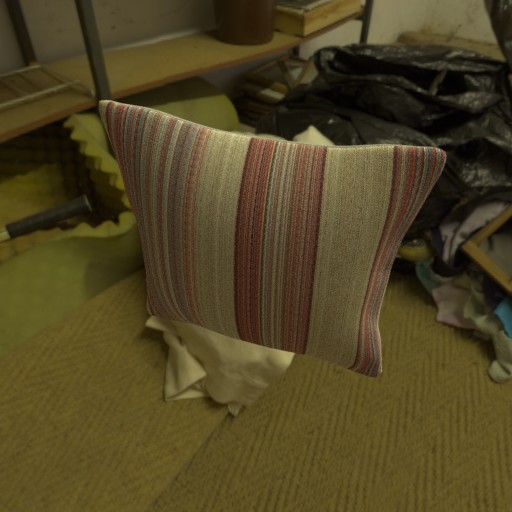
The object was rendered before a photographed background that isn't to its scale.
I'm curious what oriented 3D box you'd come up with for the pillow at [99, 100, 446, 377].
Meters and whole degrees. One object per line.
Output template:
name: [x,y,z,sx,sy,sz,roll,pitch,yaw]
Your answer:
pillow: [0.000,0.000,0.656,0.437,0.419,0.136,13,43,14]
